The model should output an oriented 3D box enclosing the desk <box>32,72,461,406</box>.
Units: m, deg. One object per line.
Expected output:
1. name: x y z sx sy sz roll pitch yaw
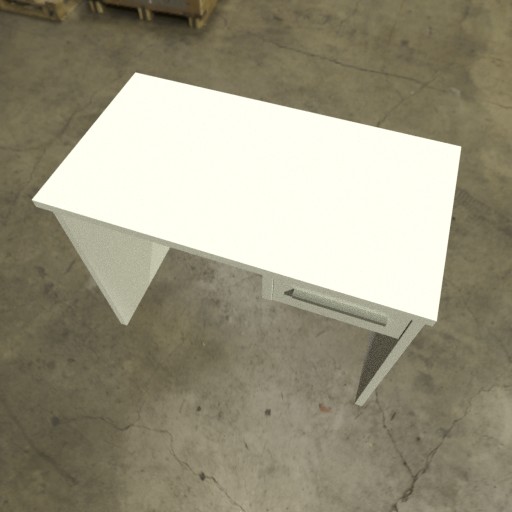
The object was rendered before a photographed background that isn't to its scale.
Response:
1. desk: 0.000 0.000 1.353 0.900 0.729 0.498 16 59 10
